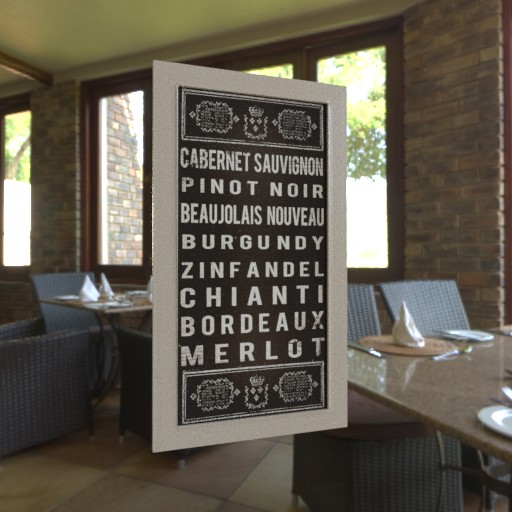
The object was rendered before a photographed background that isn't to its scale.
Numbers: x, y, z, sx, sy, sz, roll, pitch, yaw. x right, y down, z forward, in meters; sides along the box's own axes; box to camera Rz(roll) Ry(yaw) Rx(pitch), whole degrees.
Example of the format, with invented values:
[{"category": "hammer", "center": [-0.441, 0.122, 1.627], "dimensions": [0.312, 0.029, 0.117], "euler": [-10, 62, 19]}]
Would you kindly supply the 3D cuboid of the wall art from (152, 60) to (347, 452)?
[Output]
[{"category": "wall art", "center": [0.000, 0.000, 0.835], "dimensions": [0.380, 0.683, 0.013], "euler": [0, 0, -18]}]
